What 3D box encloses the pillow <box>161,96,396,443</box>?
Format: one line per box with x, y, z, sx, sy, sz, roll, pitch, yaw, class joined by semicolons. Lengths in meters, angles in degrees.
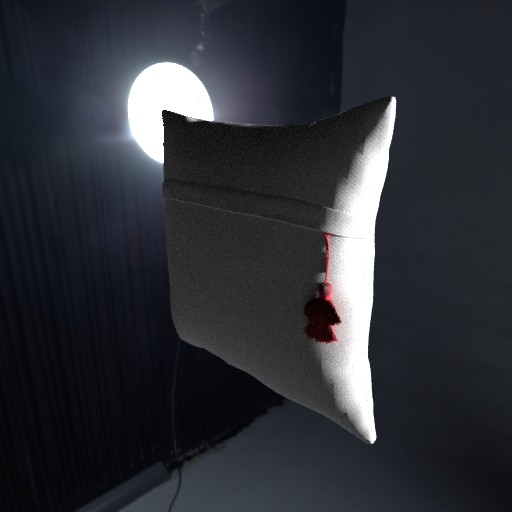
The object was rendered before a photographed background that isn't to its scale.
0.000;0.000;0.674;0.173;0.436;0.433;-15;22;-43;pillow
